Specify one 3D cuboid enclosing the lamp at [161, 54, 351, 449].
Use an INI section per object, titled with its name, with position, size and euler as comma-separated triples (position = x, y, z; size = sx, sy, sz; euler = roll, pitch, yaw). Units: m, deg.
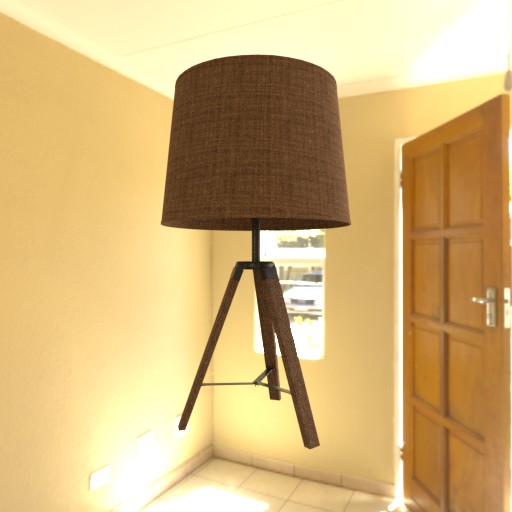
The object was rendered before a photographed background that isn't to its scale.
[lamp]
position = 0.000, 0.000, 0.689
size = 0.290, 0.514, 0.290
euler = 0, 0, 0
